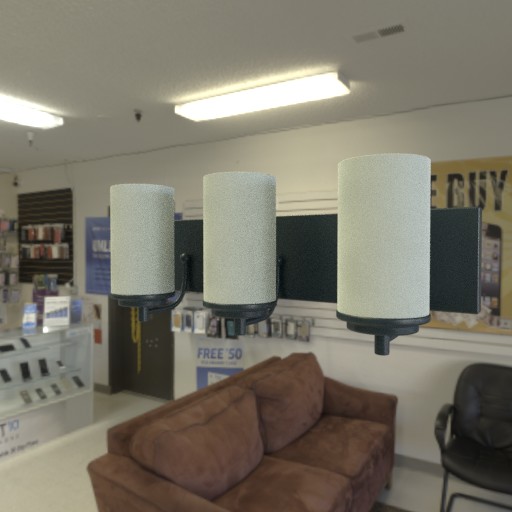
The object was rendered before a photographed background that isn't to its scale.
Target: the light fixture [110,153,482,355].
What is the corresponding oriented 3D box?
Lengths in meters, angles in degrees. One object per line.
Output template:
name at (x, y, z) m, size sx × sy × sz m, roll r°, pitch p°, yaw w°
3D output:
light fixture at (0.000, 0.000, 0.513) m, size 0.451 × 0.172 × 0.145 m, roll 1°, pitch 2°, yaw 34°
